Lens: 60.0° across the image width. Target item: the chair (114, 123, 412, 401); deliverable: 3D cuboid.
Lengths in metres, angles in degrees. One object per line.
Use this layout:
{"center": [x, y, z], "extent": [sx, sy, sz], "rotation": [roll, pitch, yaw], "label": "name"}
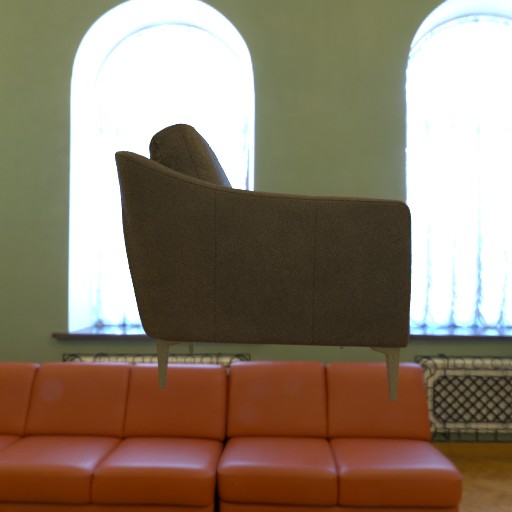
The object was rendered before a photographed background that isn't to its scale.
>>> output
{"center": [0.000, 0.000, 1.789], "extent": [0.961, 0.901, 0.988], "rotation": [0, -2, 1], "label": "chair"}
